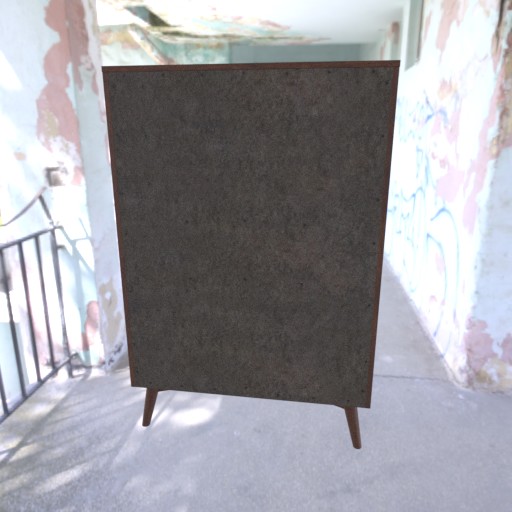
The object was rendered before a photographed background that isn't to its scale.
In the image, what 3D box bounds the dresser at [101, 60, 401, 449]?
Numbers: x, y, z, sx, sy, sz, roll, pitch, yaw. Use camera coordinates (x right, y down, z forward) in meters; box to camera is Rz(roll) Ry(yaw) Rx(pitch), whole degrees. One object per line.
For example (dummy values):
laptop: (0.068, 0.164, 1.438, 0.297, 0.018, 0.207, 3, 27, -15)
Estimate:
dresser: (0.000, 0.000, 1.773, 0.919, 1.365, 0.498, 3, 17, 8)
